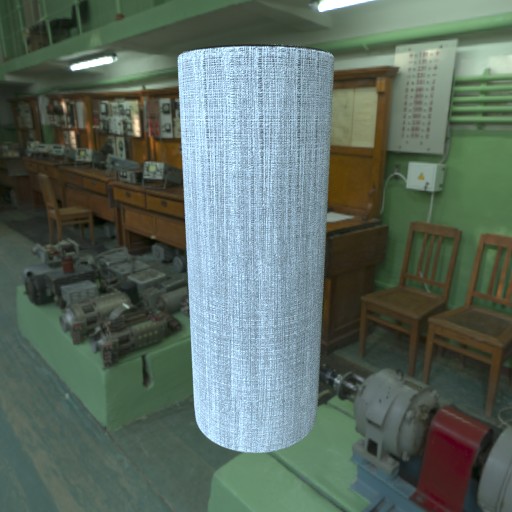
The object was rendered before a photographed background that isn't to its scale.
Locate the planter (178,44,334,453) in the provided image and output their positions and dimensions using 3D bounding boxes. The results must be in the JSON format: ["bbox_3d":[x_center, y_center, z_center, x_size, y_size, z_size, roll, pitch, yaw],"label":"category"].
[{"bbox_3d":[0.000,0.000,0.326,0.100,0.270,0.100,-16,23,-41],"label":"planter"}]
